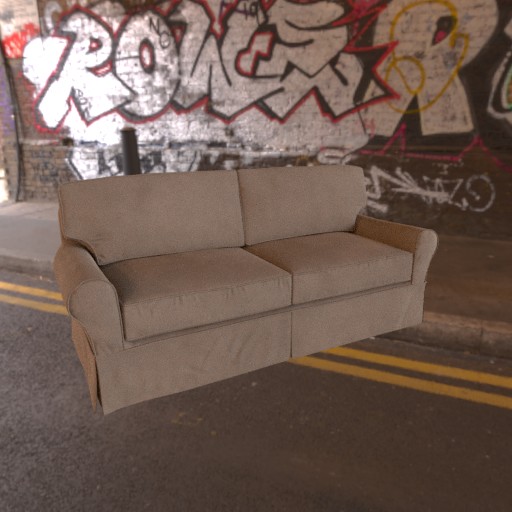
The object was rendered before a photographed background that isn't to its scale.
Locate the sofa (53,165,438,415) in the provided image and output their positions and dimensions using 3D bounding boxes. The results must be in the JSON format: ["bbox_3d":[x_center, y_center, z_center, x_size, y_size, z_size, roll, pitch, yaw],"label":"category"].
[{"bbox_3d":[0.000,0.000,2.721,2.246,1.014,0.900,-8,18,-27],"label":"sofa"}]
